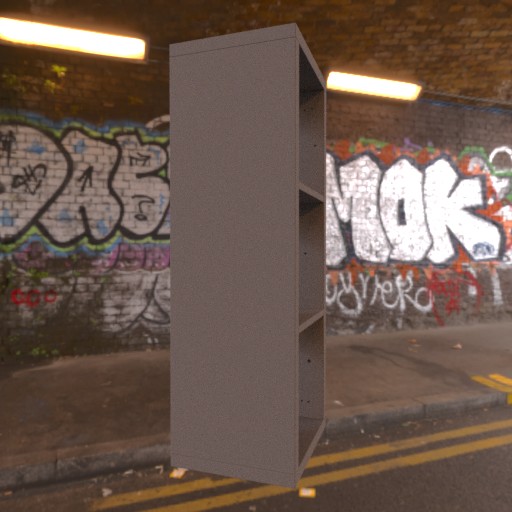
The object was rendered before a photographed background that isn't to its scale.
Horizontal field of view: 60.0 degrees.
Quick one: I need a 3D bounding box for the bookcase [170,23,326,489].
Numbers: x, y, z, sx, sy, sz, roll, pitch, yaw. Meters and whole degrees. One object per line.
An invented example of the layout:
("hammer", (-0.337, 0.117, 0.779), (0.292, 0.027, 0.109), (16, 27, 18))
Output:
("bookcase", (0.000, 0.000, 1.264), (0.330, 1.080, 0.390), (0, 1, 19))
